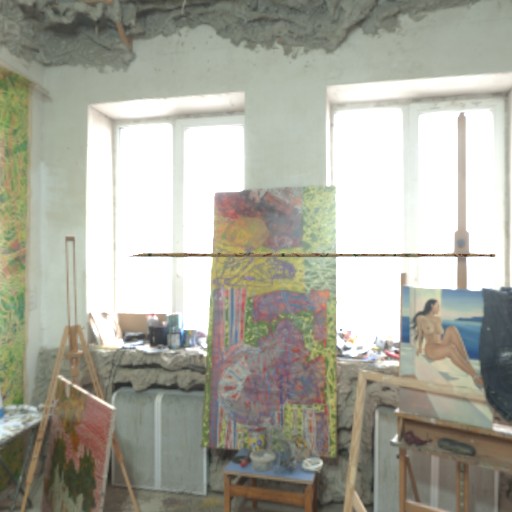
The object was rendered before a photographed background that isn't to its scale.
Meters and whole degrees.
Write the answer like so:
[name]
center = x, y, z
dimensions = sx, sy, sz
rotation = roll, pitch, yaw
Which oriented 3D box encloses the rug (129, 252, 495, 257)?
[rug]
center = 0.000, 0.000, 2.276
dimensions = 1.226, 0.013, 1.838
rotation = 0, 0, -17
